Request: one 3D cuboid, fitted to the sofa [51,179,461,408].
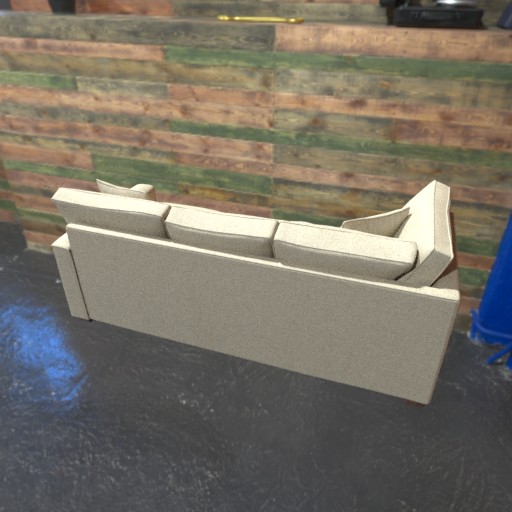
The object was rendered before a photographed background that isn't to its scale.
[{"bbox_3d":[0.000,0.000,2.884,2.323,0.948,1.053,10,33,16],"label":"sofa"}]
